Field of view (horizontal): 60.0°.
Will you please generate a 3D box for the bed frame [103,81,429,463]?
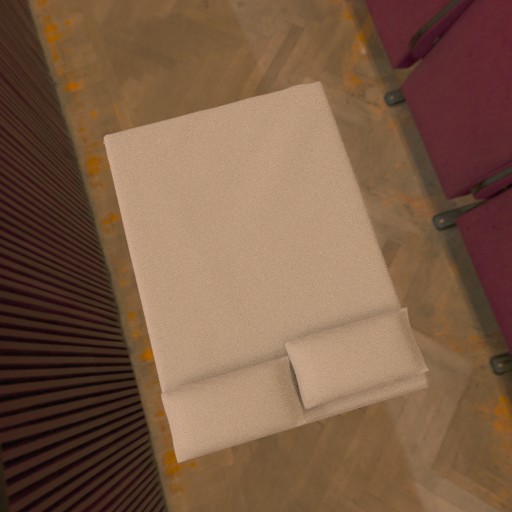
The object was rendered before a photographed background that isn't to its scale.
[{"bbox_3d":[0.000,0.000,2.623,1.450,0.629,1.950,-15,77,-4],"label":"bed frame"}]
